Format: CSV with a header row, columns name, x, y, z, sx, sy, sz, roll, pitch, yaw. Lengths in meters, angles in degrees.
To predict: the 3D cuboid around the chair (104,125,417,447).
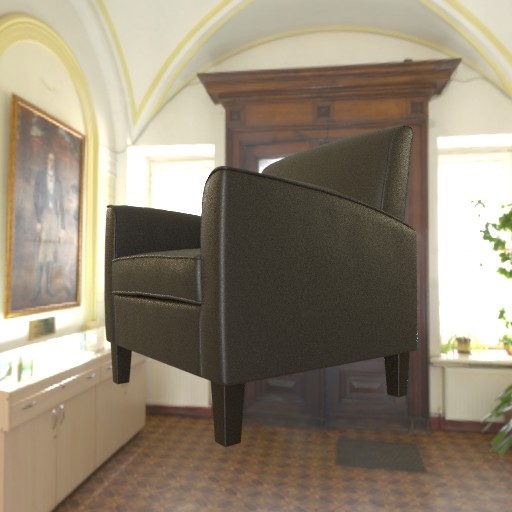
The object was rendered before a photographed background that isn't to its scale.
name,x,y,z,sx,sy,sz,roll,pitch,yaw
chair,0.000,0.000,1.557,0.819,0.916,0.820,1,-2,-37
